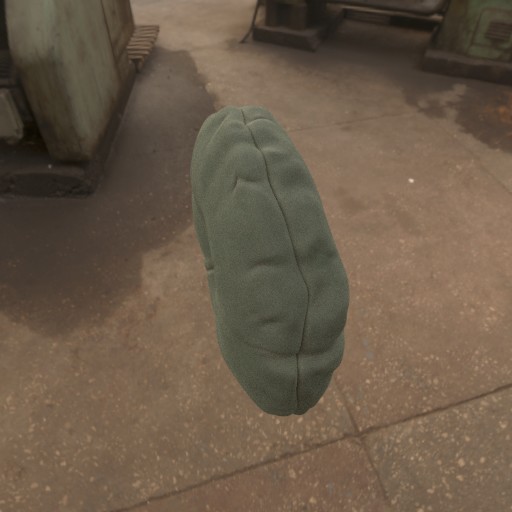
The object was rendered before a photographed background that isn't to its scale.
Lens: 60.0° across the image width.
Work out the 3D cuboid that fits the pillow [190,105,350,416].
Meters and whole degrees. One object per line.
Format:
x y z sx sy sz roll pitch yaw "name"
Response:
0.000 0.000 0.630 0.148 0.407 0.428 -11 47 -10 "pillow"
